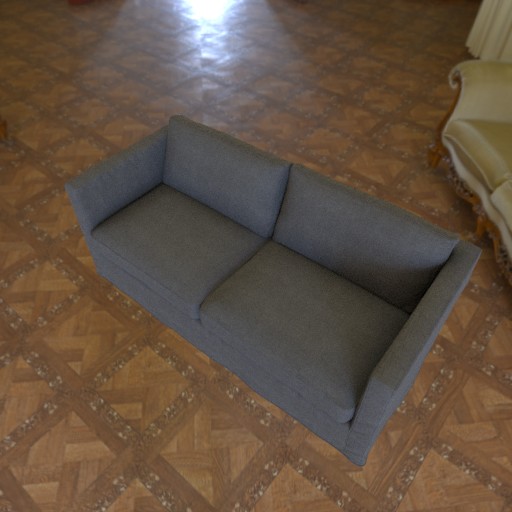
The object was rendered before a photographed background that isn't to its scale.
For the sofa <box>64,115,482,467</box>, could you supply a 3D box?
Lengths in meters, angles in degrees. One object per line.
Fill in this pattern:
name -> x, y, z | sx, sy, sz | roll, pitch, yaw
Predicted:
sofa -> 0.000, 0.000, 2.418 | 1.982, 0.855, 0.953 | 30, 53, 25
